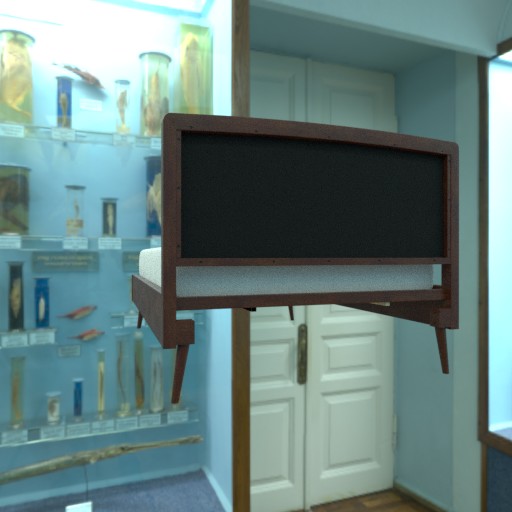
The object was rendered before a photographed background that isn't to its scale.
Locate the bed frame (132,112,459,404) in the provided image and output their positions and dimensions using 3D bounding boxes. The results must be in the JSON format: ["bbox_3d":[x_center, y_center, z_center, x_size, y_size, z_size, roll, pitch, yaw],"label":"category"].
[{"bbox_3d":[0.000,0.000,3.171,1.587,1.279,2.171,0,0,-19],"label":"bed frame"}]
